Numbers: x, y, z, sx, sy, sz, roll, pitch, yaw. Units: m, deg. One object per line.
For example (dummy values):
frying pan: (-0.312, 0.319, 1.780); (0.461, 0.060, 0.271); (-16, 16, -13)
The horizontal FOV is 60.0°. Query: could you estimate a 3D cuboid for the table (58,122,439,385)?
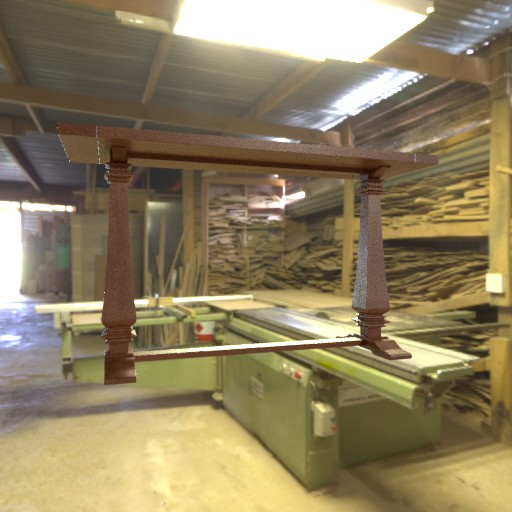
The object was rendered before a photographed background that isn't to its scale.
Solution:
table: (0.000, 0.000, 1.857); (1.478, 0.852, 0.461); (0, 0, -18)
